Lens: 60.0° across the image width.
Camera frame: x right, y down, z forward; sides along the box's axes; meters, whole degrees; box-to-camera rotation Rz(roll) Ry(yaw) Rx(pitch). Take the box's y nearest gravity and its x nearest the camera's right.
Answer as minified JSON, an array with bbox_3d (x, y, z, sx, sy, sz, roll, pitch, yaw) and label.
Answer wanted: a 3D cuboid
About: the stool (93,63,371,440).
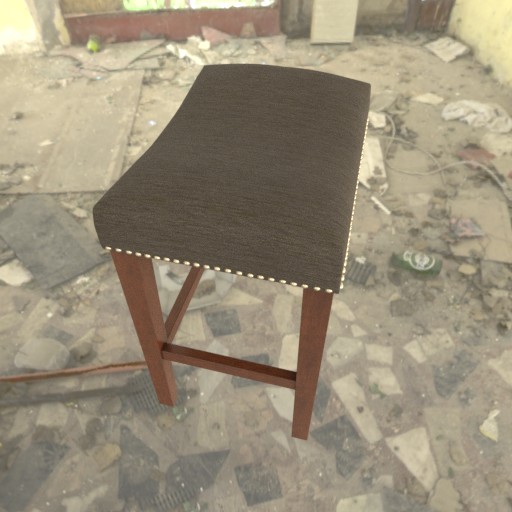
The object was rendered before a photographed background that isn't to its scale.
[{"bbox_3d":[0.000,0.000,0.973,0.372,0.654,0.504,10,47,10],"label":"stool"}]
